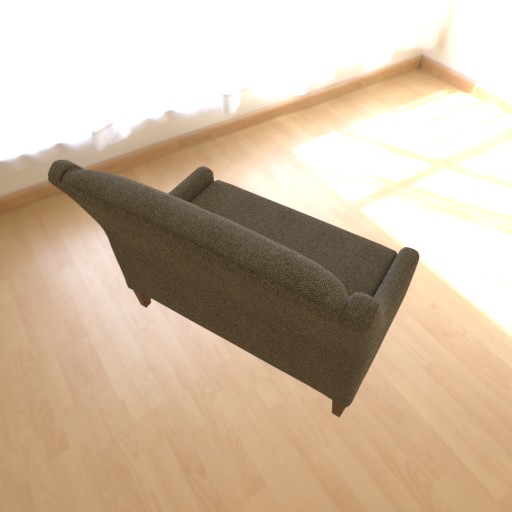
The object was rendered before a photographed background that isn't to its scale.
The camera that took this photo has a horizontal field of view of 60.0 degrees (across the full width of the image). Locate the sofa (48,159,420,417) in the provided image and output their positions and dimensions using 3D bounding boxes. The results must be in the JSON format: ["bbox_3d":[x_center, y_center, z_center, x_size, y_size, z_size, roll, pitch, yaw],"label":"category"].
[{"bbox_3d":[0.000,0.000,1.940,1.242,1.021,0.870,25,52,21],"label":"sofa"}]
